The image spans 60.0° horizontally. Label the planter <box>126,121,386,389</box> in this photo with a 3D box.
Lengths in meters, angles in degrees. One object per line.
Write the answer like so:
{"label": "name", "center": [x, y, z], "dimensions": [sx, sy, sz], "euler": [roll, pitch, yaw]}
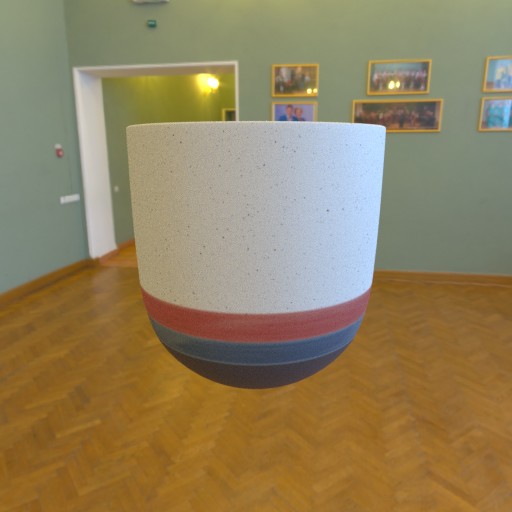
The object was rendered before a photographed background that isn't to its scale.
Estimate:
{"label": "planter", "center": [0.000, 0.000, 0.386], "dimensions": [0.204, 0.214, 0.204], "euler": [0, 14, 0]}
